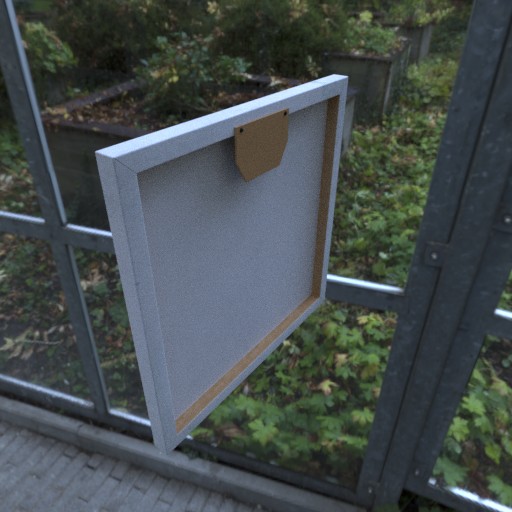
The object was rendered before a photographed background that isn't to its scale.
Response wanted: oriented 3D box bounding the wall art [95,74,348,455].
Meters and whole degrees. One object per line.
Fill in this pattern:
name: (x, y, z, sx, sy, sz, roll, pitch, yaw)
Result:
wall art: (0.000, 0.000, 0.907, 0.044, 0.605, 0.605, 23, 39, 31)
